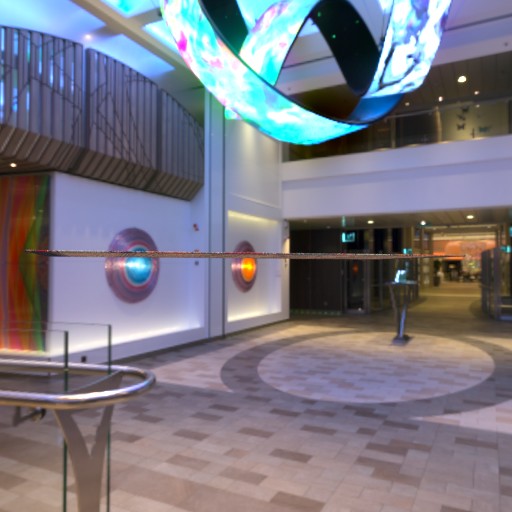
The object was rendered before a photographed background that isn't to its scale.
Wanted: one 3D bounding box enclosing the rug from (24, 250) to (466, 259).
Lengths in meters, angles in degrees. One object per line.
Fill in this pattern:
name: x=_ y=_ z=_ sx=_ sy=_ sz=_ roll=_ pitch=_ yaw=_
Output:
rug: x=0.000 y=0.000 z=2.652 sx=2.362 sy=0.008 sz=0.832 roll=1 pitch=-2 yaw=-18
